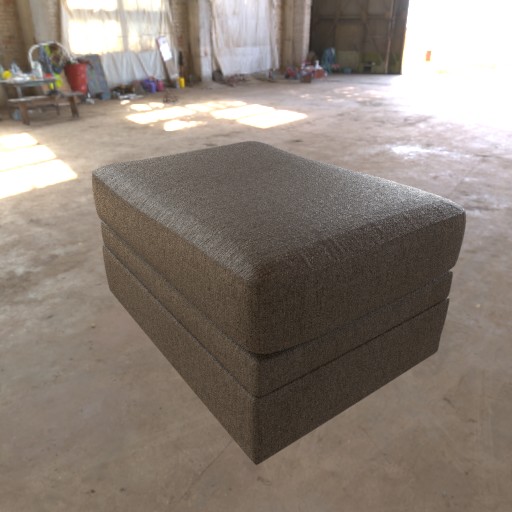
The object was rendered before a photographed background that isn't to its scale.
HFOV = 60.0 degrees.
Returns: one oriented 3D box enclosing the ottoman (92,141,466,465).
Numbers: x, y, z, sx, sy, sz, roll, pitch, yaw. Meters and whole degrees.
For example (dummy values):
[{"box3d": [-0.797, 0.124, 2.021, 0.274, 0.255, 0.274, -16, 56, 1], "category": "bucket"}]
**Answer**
[{"box3d": [0.000, 0.000, 1.247, 0.637, 0.478, 0.885, -18, 32, -32], "category": "ottoman"}]
